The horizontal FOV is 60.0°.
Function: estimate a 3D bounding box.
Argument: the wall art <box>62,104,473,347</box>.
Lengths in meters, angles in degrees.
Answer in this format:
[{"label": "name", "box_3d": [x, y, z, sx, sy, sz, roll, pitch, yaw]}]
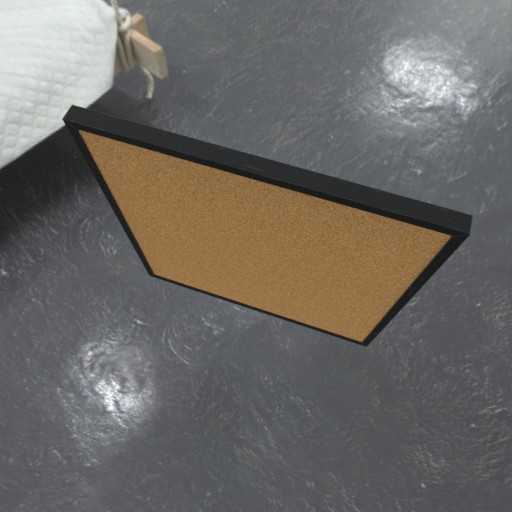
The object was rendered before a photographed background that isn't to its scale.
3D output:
[{"label": "wall art", "box_3d": [0.000, 0.000, 1.134, 0.761, 0.761, 0.037, 17, 66, 8]}]
